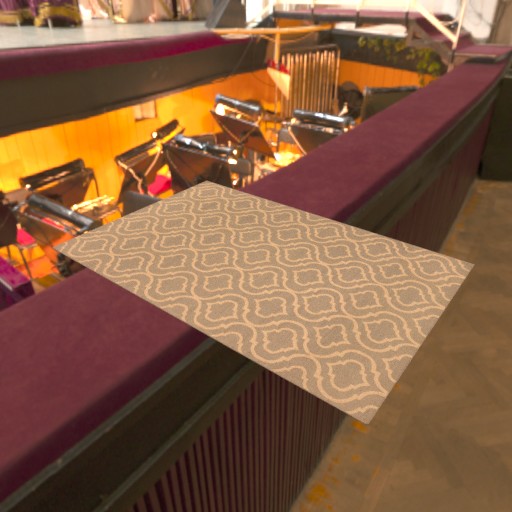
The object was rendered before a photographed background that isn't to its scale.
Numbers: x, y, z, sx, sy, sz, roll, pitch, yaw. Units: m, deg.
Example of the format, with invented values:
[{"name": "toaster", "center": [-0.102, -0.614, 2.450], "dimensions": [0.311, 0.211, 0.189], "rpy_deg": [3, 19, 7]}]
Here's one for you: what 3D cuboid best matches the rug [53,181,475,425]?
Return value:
[{"name": "rug", "center": [0.000, 0.000, 2.186], "dimensions": [1.749, 0.015, 1.141], "rpy_deg": [22, 37, 32]}]
